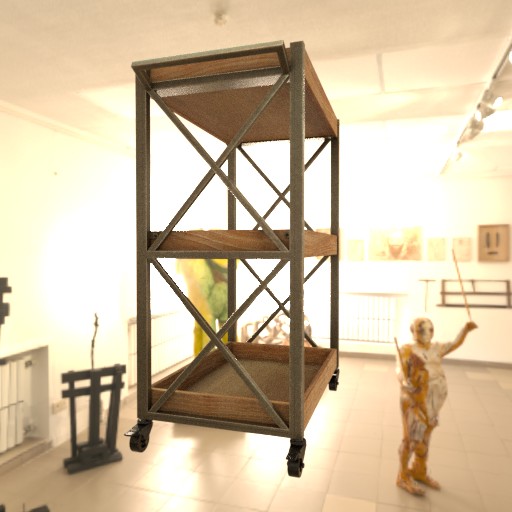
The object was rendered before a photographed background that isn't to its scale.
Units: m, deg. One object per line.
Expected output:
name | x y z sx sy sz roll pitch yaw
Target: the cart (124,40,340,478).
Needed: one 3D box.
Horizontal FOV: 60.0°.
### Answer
cart | 0.000 0.000 1.175 0.377 0.835 0.673 0 1 18
